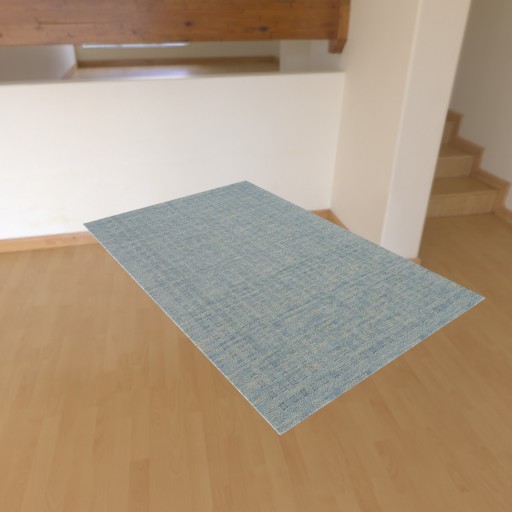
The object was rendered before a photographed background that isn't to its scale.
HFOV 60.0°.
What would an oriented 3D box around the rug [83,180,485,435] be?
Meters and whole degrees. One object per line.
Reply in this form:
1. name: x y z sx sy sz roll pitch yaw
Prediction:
1. rug: 0.000 0.000 2.209 1.142 0.006 1.752 -21 36 -31
